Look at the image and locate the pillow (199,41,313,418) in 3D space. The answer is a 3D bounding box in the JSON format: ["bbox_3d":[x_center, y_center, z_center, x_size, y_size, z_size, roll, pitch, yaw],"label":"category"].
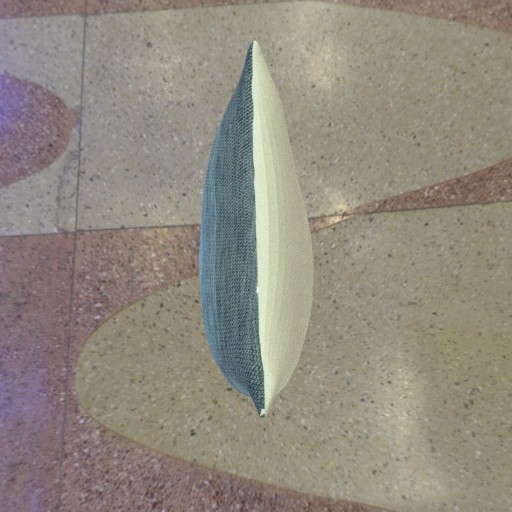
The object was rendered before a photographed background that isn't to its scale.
[{"bbox_3d":[0.000,0.000,0.685,0.182,0.441,0.440,-1,75,0],"label":"pillow"}]
